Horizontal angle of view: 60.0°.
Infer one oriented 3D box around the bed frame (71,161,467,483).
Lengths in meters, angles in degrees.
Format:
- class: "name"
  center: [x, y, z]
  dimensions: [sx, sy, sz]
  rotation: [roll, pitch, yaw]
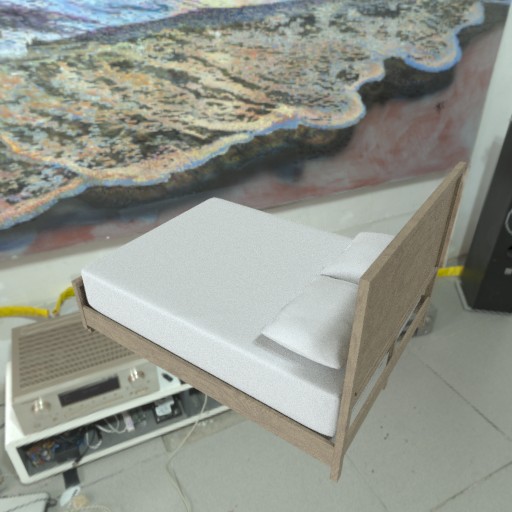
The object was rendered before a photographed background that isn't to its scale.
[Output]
- class: "bed frame"
  center: [0.000, 0.000, 3.183]
  dimensions: [2.189, 1.369, 1.606]
  rotation: [20, 37, 29]
